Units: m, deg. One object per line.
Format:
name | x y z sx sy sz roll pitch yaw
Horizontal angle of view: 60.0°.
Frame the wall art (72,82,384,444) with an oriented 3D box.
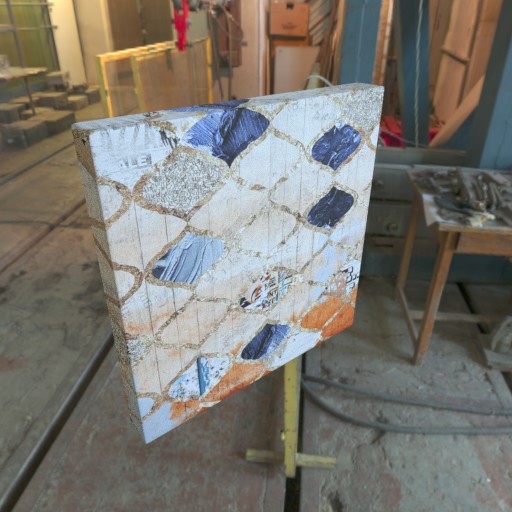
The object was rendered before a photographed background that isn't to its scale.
wall art | 0.000 0.000 0.452 0.303 0.304 0.036 -21 36 -33
